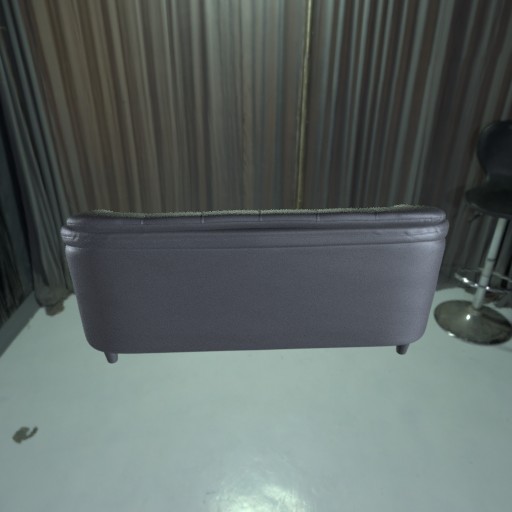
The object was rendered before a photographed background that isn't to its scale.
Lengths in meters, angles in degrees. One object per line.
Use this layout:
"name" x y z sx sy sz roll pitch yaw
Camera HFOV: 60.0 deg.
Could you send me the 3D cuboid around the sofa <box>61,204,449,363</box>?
"sofa" 0.000 0.000 2.329 1.829 0.811 0.800 -1 29 -2
